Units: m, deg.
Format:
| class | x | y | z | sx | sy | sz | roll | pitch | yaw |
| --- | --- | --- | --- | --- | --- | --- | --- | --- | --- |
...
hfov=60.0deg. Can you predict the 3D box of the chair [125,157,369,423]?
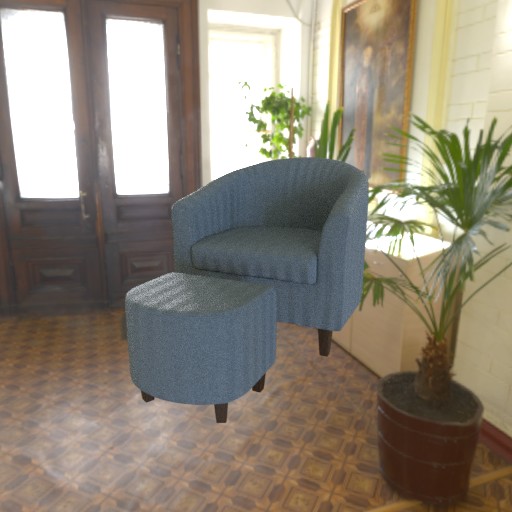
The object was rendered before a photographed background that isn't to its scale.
| class | x | y | z | sx | sy | sz | roll | pitch | yaw |
| --- | --- | --- | --- | --- | --- | --- | --- | --- | --- |
| chair | 0.000 | 0.000 | 1.778 | 0.756 | 0.757 | 1.288 | 6 | 15 | 24 |
